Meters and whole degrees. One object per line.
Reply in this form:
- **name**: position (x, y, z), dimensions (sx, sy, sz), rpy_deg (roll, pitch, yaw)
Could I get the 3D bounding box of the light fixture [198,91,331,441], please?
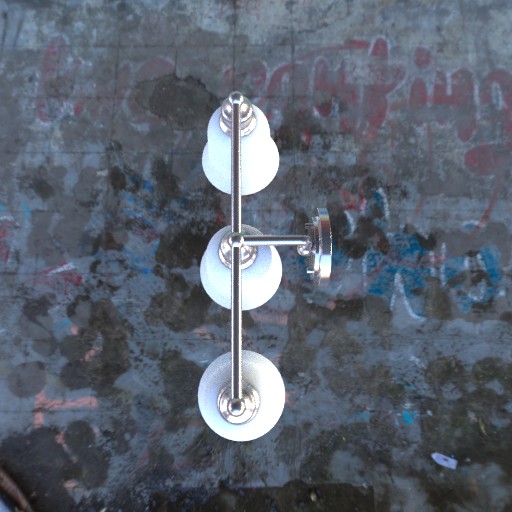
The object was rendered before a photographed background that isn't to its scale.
- **light fixture**: position (0.000, 0.000, 0.686), dimensions (0.198, 0.211, 0.570), rpy_deg (-1, 77, 0)
